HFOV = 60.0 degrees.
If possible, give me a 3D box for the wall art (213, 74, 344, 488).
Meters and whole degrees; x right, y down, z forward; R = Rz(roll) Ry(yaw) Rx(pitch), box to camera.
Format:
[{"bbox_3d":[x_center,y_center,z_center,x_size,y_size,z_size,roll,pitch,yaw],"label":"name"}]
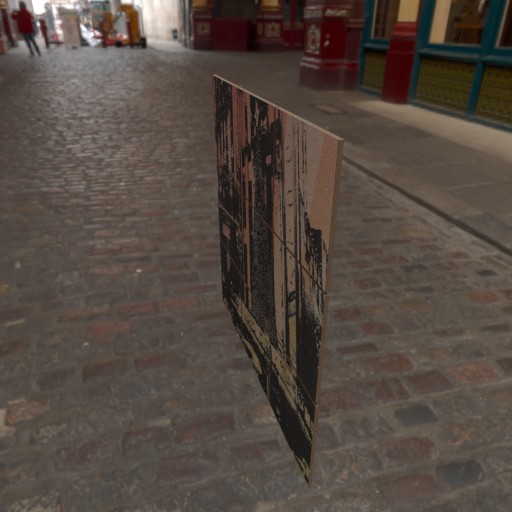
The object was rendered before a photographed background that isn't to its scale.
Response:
[{"bbox_3d":[0.000,0.000,2.214,0.017,1.521,1.527,-9,30,-16],"label":"wall art"}]
